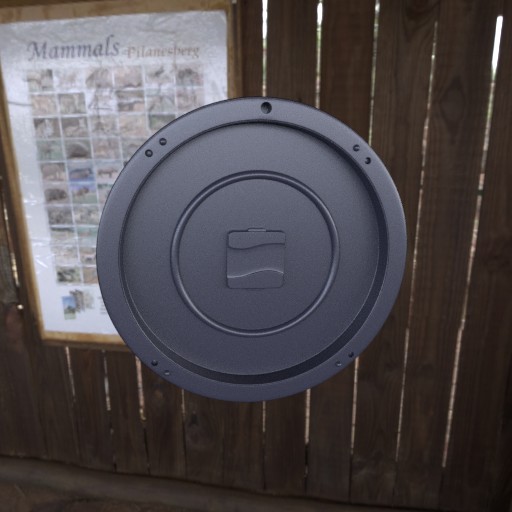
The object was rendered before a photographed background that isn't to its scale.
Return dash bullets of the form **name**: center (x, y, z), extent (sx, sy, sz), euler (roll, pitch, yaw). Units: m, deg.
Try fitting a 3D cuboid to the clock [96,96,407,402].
- **clock**: center (0.000, 0.000, 0.447), extent (0.300, 0.300, 0.060), euler (-2, 14, -9)
